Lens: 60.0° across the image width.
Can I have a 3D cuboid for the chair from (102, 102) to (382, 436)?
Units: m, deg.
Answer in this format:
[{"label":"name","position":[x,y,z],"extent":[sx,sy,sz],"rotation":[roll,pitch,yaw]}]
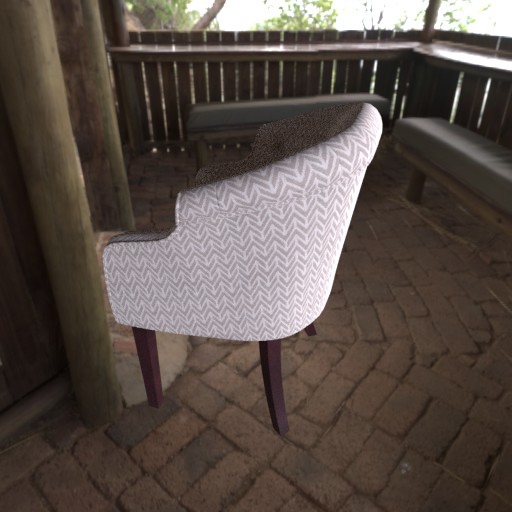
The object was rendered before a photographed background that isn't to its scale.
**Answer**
[{"label":"chair","position":[0.000,0.000,1.296],"extent":[0.613,0.858,0.686],"rotation":[8,30,15]}]
